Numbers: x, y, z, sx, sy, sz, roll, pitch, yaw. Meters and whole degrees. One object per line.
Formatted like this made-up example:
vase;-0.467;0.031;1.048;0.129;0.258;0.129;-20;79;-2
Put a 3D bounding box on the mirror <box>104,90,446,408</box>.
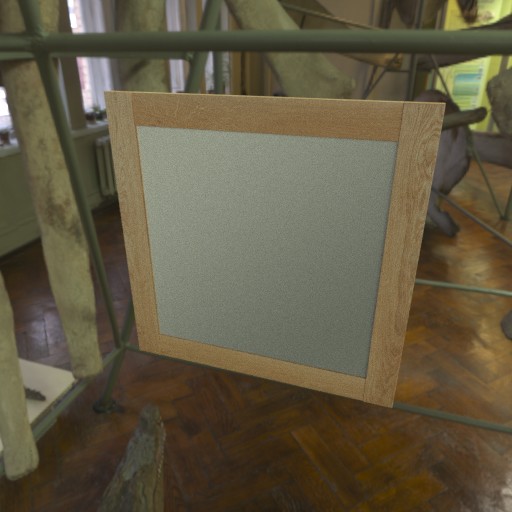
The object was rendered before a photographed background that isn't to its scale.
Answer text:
mirror;0.000;0.000;1.175;0.800;0.800;0.020;8;27;17
